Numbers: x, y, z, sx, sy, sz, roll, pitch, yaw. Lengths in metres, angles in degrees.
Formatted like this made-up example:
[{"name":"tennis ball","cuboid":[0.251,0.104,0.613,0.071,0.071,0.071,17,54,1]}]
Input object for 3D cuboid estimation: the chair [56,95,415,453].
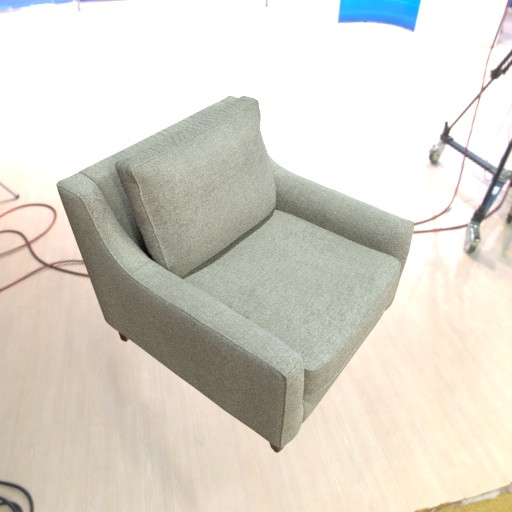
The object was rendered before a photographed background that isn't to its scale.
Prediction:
[{"name":"chair","cuboid":[0.000,0.000,1.602,0.918,0.864,0.838,28,50,27]}]
